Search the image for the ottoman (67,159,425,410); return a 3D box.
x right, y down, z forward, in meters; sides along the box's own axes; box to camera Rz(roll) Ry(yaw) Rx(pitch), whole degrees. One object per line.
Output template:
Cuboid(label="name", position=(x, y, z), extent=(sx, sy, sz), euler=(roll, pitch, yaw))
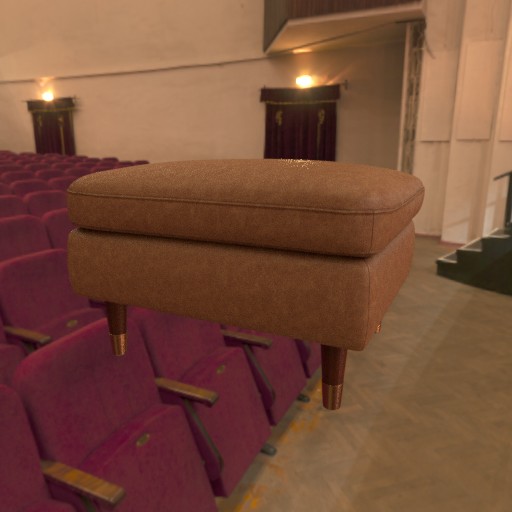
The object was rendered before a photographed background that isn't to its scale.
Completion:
Cuboid(label="ottoman", position=(0.000, 0.000, 1.120), extent=(0.747, 0.478, 0.593), euler=(6, 15, 25))
